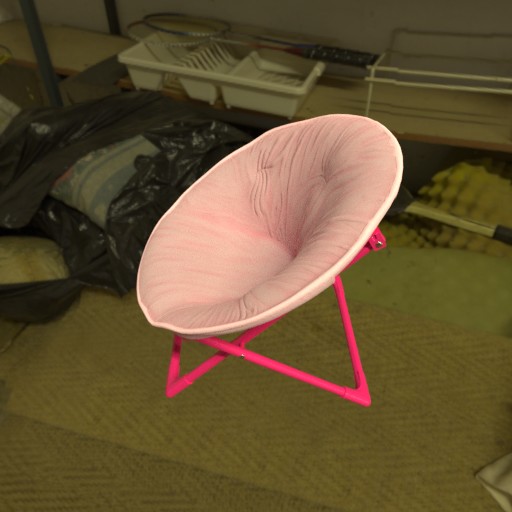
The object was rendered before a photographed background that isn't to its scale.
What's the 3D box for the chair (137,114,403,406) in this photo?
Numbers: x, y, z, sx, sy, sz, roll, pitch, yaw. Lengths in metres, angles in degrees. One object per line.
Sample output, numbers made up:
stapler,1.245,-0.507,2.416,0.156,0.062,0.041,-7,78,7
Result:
chair,0.000,0.000,0.871,0.459,0.494,0.522,-1,41,-1
